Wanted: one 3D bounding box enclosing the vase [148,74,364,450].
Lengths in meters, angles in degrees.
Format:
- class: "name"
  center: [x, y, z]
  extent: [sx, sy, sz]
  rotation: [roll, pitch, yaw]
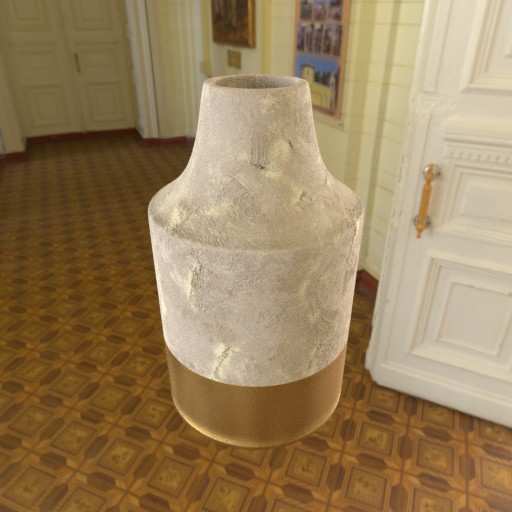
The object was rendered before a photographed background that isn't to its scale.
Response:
- class: "vase"
  center: [0.000, 0.000, 0.410]
  extent: [0.184, 0.305, 0.184]
  rotation: [0, 30, 0]
